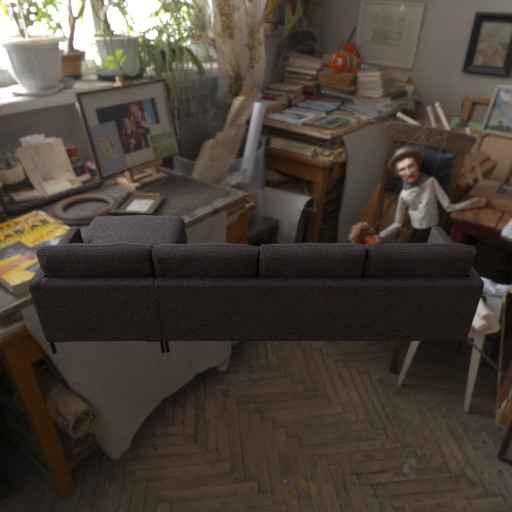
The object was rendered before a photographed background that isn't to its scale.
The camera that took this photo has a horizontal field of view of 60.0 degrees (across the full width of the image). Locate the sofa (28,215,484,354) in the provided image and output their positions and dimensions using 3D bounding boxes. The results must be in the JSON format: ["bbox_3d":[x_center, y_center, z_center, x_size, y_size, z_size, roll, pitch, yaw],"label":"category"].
[{"bbox_3d":[0.000,0.000,3.783,3.221,0.892,1.483,0,31,0],"label":"sofa"}]
